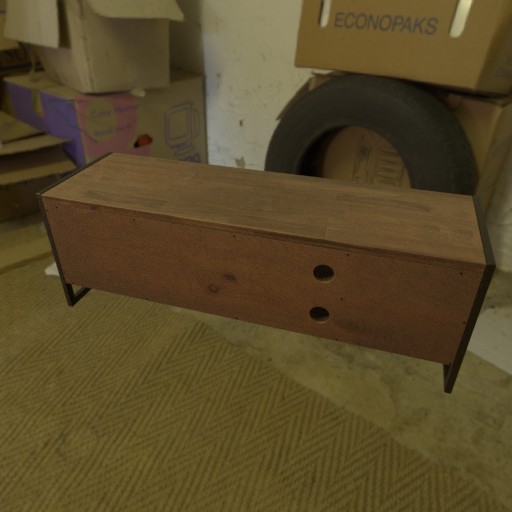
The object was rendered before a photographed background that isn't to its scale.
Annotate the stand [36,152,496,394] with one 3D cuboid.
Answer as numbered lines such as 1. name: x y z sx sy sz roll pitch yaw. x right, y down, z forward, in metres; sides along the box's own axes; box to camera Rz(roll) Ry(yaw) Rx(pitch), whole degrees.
1. stand: 0.000 0.000 1.679 1.480 0.506 0.454 10 34 15
